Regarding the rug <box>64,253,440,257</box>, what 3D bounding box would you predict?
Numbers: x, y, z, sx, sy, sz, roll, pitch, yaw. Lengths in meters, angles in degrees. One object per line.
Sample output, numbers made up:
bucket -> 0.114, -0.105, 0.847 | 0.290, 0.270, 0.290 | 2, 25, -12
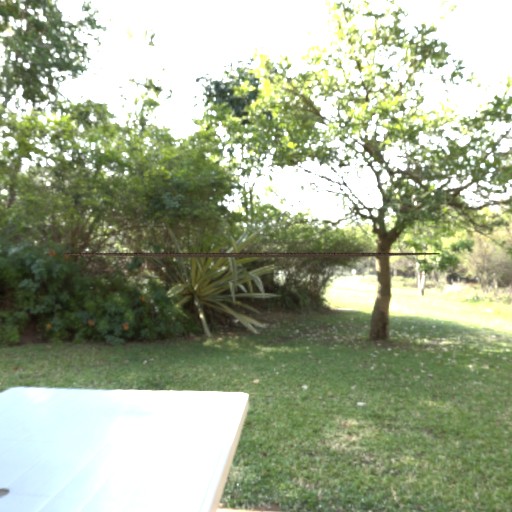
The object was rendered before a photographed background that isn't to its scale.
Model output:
rug -> 0.000, 0.000, 2.996 | 1.519, 0.007, 2.428 | 0, 0, 1
